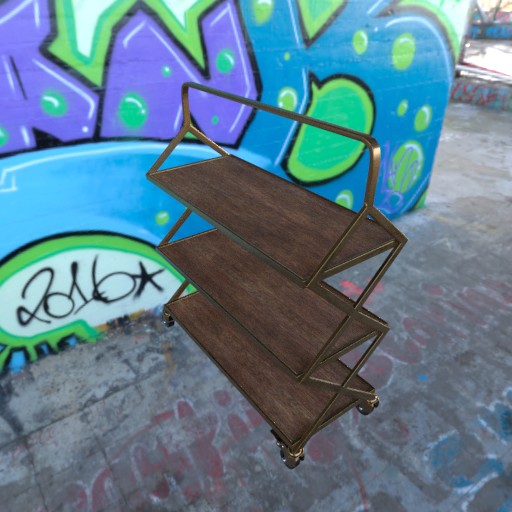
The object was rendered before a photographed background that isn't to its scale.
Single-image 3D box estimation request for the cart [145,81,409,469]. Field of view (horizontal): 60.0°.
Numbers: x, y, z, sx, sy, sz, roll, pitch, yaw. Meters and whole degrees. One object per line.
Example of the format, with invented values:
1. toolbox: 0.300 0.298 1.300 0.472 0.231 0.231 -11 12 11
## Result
1. cart: 0.000 0.000 1.197 0.313 0.805 0.723 -21 37 -30
